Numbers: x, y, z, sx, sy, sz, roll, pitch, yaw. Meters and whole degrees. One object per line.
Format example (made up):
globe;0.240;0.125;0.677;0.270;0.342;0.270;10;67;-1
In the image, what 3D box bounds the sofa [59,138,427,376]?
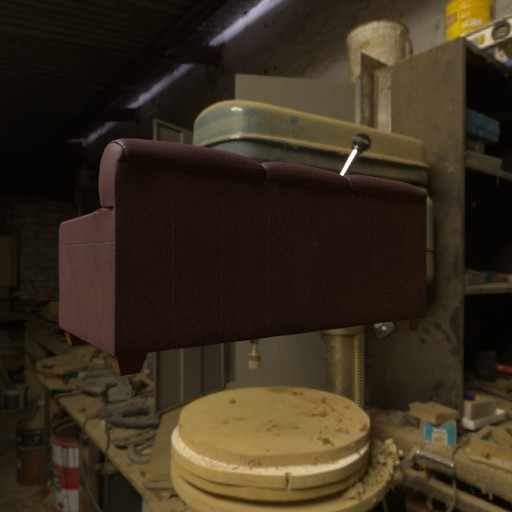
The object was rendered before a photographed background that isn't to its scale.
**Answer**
sofa;0.000;0.000;2.630;2.039;0.953;1.008;0;-1;-36
